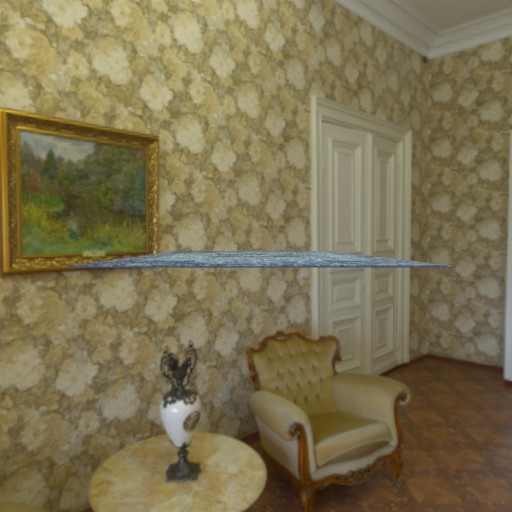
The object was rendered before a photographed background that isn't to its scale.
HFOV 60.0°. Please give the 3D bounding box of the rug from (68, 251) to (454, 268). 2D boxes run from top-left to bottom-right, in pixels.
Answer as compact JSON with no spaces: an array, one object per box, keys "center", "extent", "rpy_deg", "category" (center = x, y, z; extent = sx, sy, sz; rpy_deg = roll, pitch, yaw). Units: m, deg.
[{"center":[0.000,0.000,2.961],"extent":[1.525,0.007,2.440],"rpy_deg":[0,2,-1],"category":"rug"}]
